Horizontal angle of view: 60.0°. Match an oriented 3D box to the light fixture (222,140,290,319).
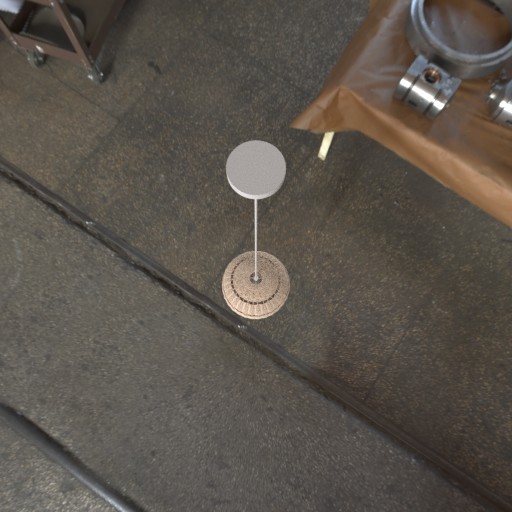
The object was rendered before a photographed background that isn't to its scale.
[{"bbox_3d":[0.000,0.000,2.214,0.457,2.019,0.457,1,76,0],"label":"light fixture"}]
